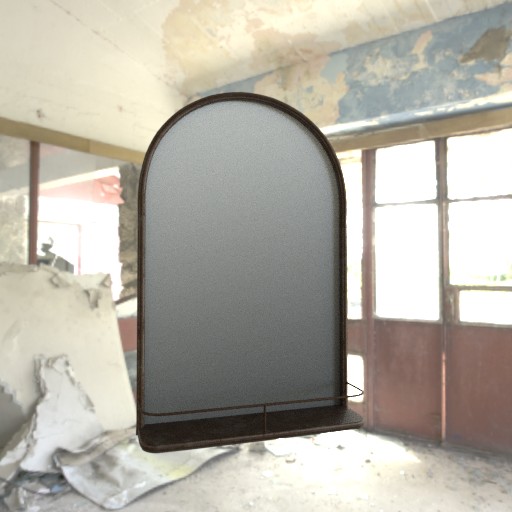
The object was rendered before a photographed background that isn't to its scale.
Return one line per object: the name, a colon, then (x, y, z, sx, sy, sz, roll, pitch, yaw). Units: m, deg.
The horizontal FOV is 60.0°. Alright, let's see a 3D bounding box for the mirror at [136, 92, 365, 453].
mirror: (0.000, 0.000, 0.989, 0.510, 0.770, 0.137, 0, -1, -17)
